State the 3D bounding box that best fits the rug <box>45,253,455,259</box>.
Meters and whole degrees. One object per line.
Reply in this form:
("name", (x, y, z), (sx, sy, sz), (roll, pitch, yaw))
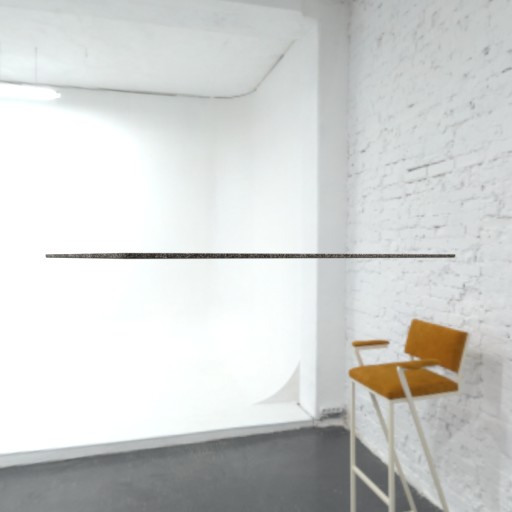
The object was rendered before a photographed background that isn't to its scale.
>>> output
("rug", (0.000, 0.000, 2.997), (2.352, 0.025, 1.501), (0, 0, -36))
